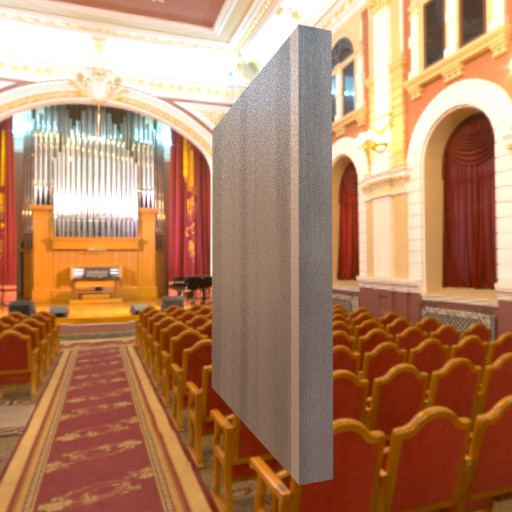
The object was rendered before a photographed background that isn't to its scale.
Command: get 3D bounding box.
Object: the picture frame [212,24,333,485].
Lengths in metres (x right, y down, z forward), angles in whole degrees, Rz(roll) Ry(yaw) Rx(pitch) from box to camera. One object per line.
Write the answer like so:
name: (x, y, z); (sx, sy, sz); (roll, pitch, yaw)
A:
picture frame: (0.000, 0.000, 0.753); (0.046, 0.555, 0.449); (0, -1, -19)
